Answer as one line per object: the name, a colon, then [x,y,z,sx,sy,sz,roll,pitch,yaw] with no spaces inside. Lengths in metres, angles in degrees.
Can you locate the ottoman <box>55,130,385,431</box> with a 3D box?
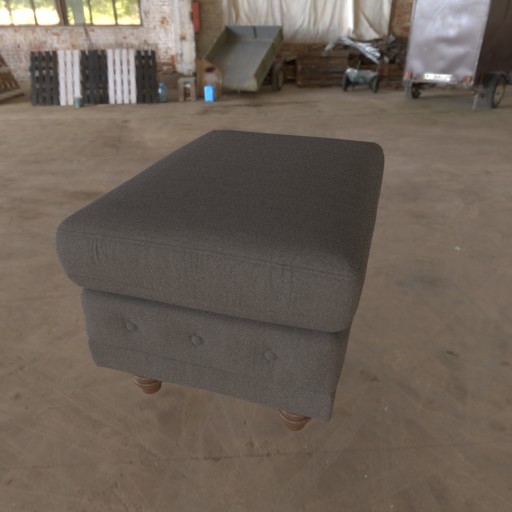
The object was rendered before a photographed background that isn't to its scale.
ottoman: [0.000,0.000,1.144,0.569,0.500,0.771,9,30,15]
